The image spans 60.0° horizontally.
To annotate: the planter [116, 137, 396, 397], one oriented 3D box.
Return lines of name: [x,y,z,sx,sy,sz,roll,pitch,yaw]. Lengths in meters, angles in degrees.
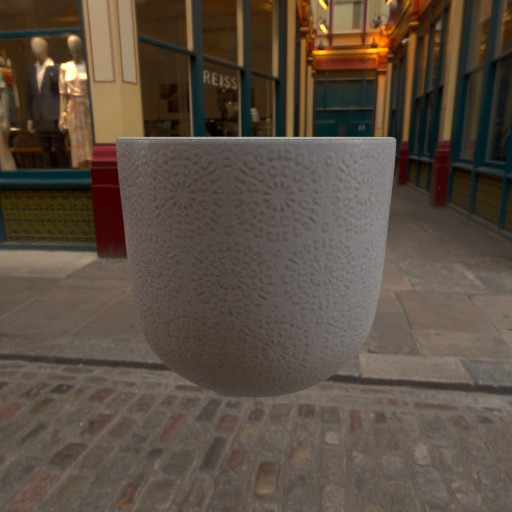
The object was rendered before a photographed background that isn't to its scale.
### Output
planter: [0.000,0.000,0.367,0.208,0.190,0.208,0,15,0]
